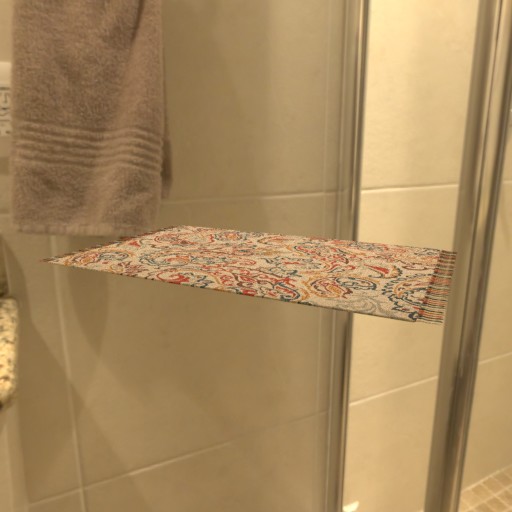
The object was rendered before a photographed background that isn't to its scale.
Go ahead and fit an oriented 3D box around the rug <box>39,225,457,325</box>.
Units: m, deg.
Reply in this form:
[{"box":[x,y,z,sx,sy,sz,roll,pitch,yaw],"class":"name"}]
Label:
[{"box":[0.000,0.000,2.454,1.997,0.010,1.218,7,15,25],"class":"rug"}]
